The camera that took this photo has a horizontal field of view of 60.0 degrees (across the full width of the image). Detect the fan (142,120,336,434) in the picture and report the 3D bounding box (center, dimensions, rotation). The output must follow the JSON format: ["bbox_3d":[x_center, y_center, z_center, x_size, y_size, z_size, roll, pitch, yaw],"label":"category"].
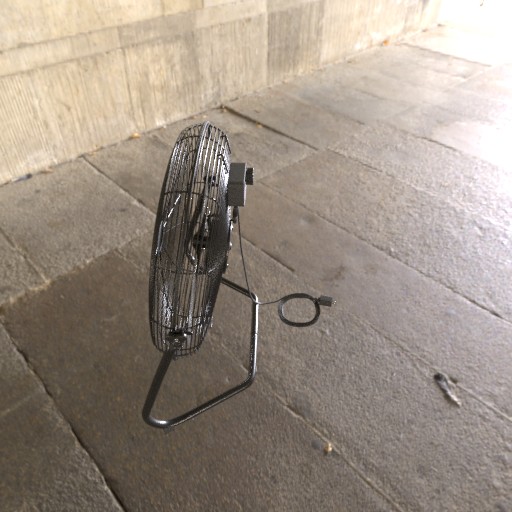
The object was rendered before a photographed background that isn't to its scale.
[{"bbox_3d":[0.000,0.000,1.028,0.470,0.605,0.595,1,41,1],"label":"fan"}]
